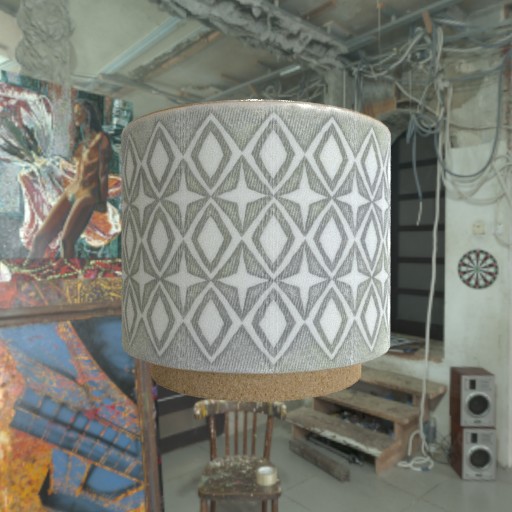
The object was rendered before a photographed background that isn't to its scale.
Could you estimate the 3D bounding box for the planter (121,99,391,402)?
[{"bbox_3d":[0.000,0.000,0.439,0.255,0.223,0.255,0,1,0],"label":"planter"}]
